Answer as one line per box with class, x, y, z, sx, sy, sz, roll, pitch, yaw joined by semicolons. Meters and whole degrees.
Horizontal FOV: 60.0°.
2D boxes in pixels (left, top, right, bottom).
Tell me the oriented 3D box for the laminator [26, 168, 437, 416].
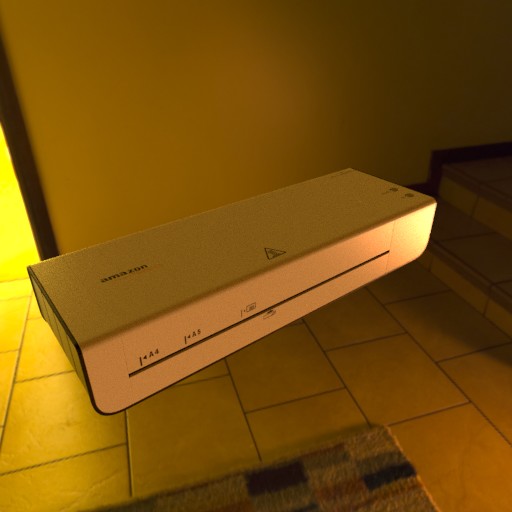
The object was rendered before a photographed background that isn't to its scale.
laminator;0.000;0.000;0.388;0.340;0.062;0.123;-21;37;-32
